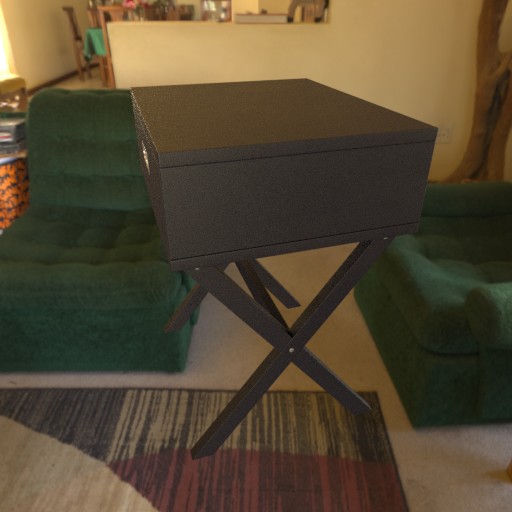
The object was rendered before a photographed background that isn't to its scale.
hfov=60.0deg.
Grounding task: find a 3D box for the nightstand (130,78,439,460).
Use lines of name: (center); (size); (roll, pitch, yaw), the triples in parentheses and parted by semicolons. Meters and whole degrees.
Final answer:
nightstand: (0.000, 0.000, 0.940); (0.402, 0.623, 0.479); (-9, 31, -15)
